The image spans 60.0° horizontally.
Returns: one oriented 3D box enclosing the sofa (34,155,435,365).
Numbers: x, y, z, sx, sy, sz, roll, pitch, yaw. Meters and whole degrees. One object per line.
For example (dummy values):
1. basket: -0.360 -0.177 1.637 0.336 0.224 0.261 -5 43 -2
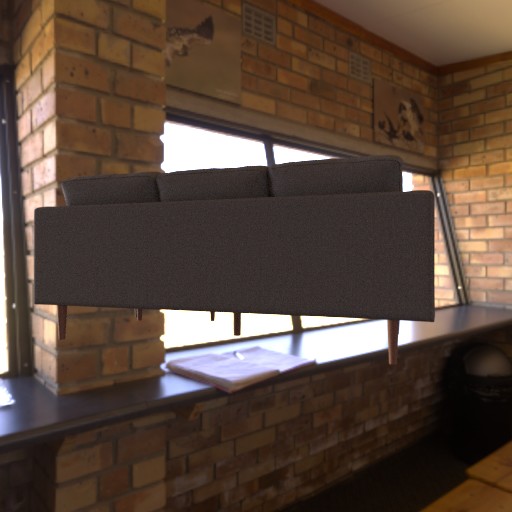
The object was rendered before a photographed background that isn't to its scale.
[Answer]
1. sofa: 0.000 0.000 2.822 2.031 0.897 1.591 0 0 19
